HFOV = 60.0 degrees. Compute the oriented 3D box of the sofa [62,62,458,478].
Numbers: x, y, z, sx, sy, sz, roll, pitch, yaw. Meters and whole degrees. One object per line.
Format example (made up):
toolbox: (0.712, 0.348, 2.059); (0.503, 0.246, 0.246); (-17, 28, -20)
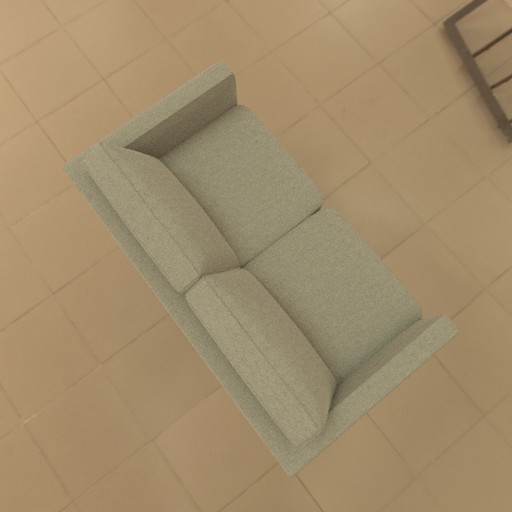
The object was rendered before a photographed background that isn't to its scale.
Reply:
sofa: (0.000, 0.000, 2.268); (1.000, 0.900, 1.731); (-37, 79, -8)
